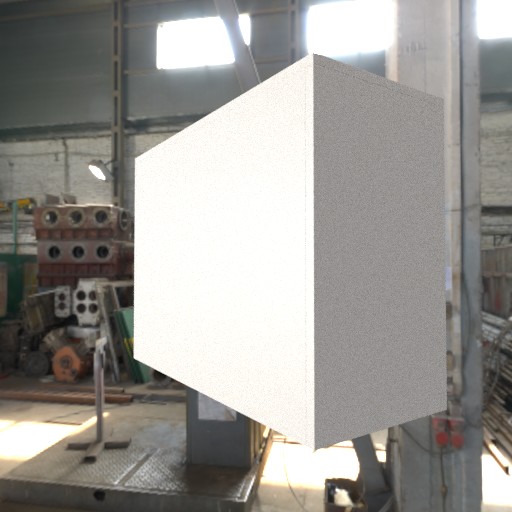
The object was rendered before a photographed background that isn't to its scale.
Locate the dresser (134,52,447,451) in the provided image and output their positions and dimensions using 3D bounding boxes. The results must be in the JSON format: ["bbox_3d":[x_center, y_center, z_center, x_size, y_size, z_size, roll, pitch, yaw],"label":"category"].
[{"bbox_3d":[0.000,0.000,1.494,0.460,0.820,1.100,1,-2,-34],"label":"dresser"}]
